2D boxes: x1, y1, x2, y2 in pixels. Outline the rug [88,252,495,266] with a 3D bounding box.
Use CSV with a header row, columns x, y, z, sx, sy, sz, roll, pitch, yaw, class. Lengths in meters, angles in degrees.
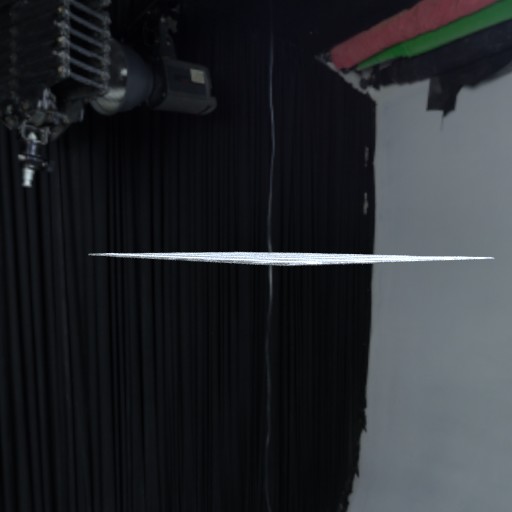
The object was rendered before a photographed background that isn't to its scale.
x,y,z,sx,sy,sz,roll,pitch,yaw,class
0.000,0.000,2.990,1.520,0.015,2.434,-1,2,-36,rug
